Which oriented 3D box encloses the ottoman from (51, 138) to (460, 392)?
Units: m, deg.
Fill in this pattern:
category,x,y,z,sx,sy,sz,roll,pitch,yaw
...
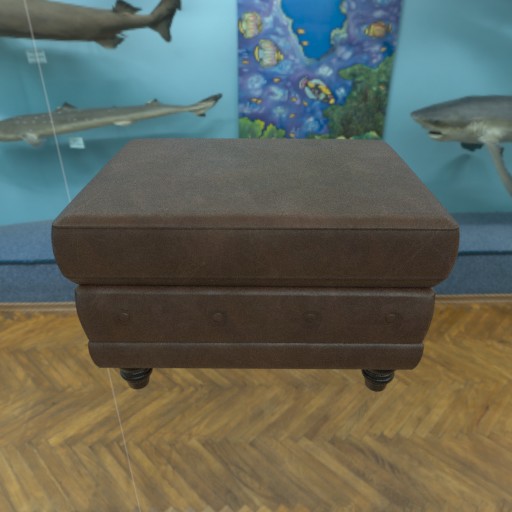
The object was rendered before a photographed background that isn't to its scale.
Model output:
category,x,y,z,sx,sy,sz,roll,pitch,yaw
ottoman,0.000,0.000,1.190,0.795,0.509,0.588,0,30,1
